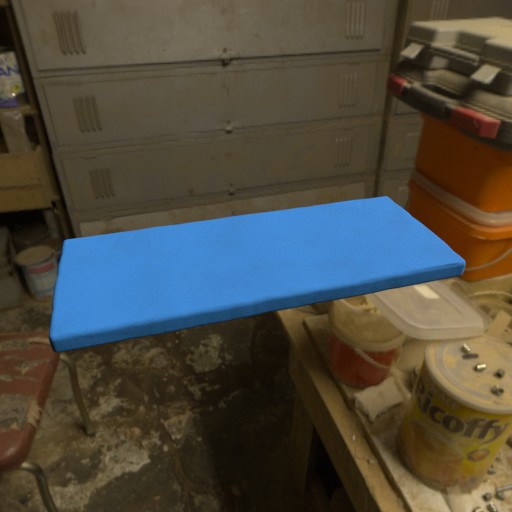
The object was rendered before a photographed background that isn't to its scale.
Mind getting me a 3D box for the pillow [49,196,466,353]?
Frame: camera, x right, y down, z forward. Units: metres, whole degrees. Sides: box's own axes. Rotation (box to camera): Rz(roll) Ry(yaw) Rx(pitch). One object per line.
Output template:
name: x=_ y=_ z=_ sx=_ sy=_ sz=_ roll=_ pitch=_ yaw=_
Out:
pillow: x=0.000 y=0.000 z=1.364 sx=1.187 sy=0.081 sz=0.492 roll=-9 pitch=35 yaw=-13
